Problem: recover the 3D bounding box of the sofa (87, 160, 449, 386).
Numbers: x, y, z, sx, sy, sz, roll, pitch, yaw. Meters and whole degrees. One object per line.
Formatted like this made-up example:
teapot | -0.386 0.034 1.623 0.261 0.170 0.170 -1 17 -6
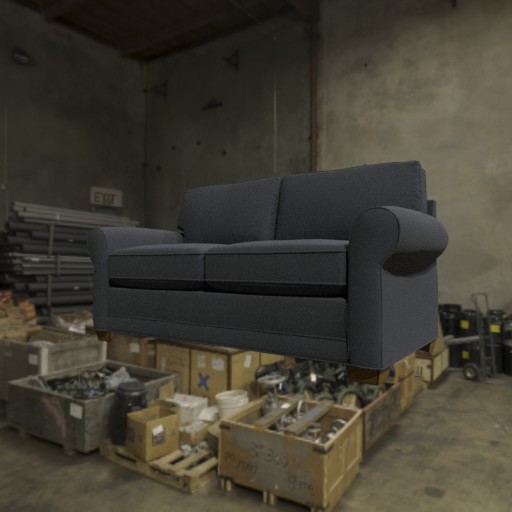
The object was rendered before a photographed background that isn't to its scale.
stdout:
sofa | 0.000 0.000 2.575 2.009 1.031 0.951 -1 -1 35
